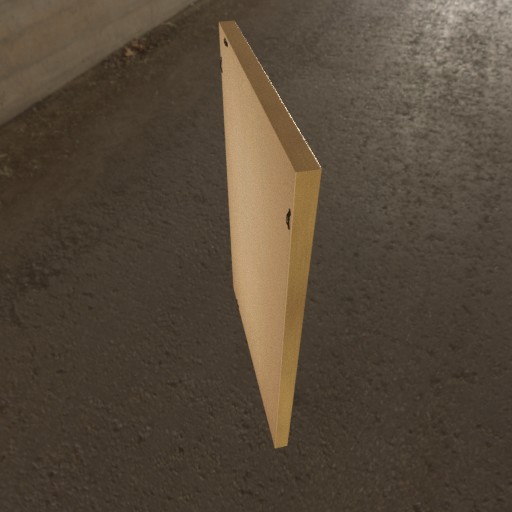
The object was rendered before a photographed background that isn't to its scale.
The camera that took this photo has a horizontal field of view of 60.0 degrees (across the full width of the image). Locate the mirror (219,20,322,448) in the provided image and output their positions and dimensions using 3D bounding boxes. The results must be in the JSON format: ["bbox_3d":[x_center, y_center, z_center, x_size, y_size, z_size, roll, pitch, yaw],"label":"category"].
[{"bbox_3d":[0.000,0.000,1.121,0.041,0.915,0.609,-9,46,-9],"label":"mirror"}]
